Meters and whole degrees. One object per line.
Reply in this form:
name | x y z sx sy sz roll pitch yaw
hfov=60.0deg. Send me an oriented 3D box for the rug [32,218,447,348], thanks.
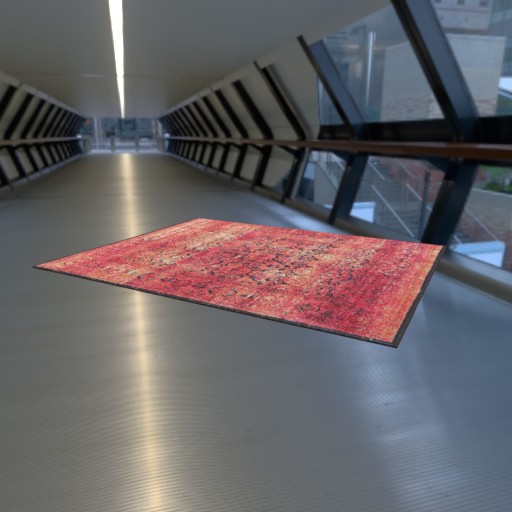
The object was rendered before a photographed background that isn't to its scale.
rug | 0.000 0.000 4.095 3.032 0.020 2.411 9 18 27
